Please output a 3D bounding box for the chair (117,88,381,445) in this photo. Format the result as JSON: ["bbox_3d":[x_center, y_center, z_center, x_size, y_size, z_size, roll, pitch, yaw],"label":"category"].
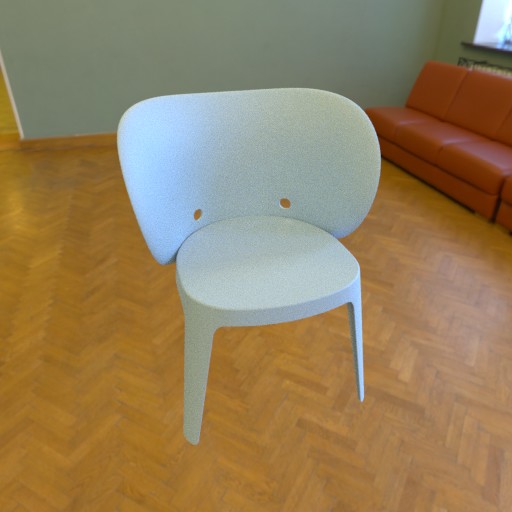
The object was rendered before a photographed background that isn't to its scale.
[{"bbox_3d":[0.000,0.000,0.869,0.451,0.554,0.402,-9,33,-14],"label":"chair"}]
